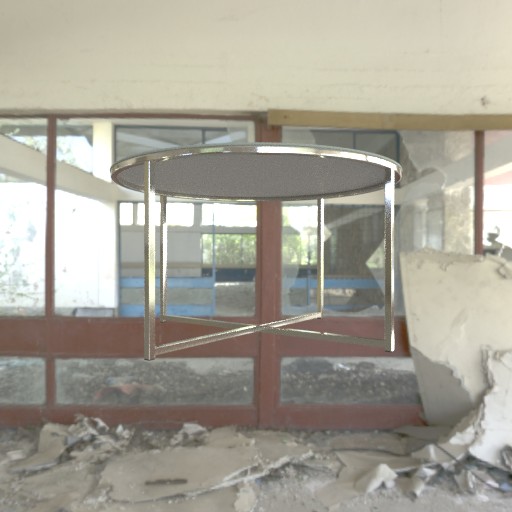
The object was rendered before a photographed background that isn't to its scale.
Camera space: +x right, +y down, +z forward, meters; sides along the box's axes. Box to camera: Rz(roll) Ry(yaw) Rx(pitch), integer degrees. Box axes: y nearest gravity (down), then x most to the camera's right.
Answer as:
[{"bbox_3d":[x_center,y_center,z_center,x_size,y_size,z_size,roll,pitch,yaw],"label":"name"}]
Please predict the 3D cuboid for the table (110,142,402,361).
[{"bbox_3d":[0.000,0.000,1.276,0.800,0.450,0.800,0,0,0],"label":"table"}]
